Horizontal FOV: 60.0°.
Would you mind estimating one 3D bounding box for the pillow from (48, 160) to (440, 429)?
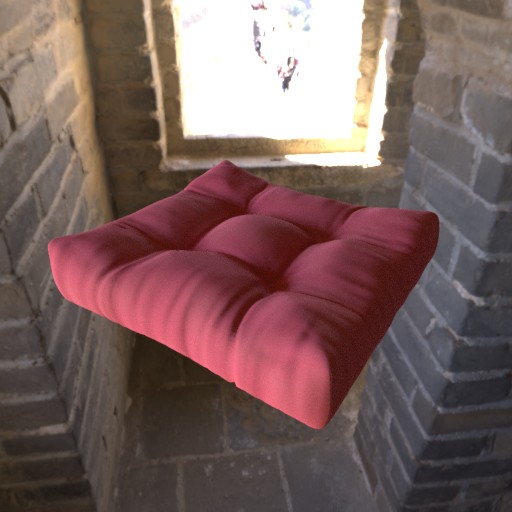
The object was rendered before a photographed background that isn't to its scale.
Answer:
[{"bbox_3d":[0.000,0.000,0.742,0.490,0.128,0.468,19,37,28],"label":"pillow"}]
